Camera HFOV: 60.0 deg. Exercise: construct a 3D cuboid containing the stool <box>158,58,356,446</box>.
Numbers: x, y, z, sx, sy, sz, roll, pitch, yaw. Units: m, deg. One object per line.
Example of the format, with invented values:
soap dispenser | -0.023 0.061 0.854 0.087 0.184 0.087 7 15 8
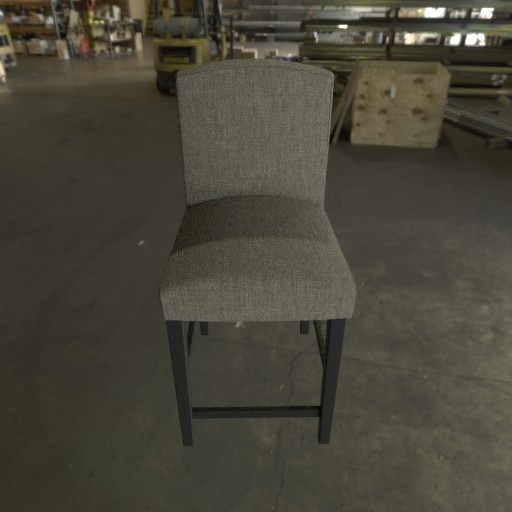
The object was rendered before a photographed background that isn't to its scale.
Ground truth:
stool | 0.000 0.000 1.246 0.451 0.966 0.552 0 30 -1
